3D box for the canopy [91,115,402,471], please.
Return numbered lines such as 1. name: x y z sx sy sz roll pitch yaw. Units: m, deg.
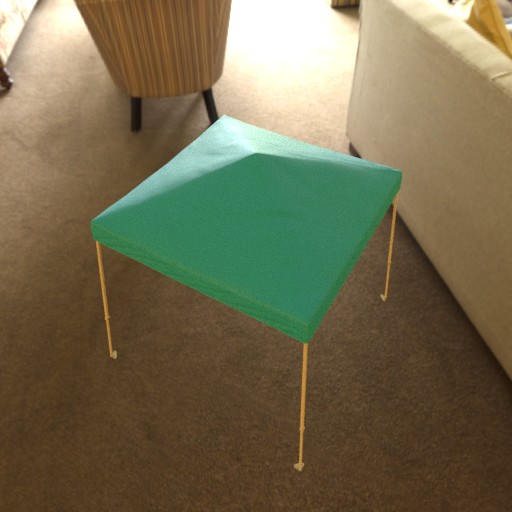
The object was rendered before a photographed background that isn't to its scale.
1. canopy: 0.000 0.000 5.231 2.850 2.850 2.849 23 51 20
